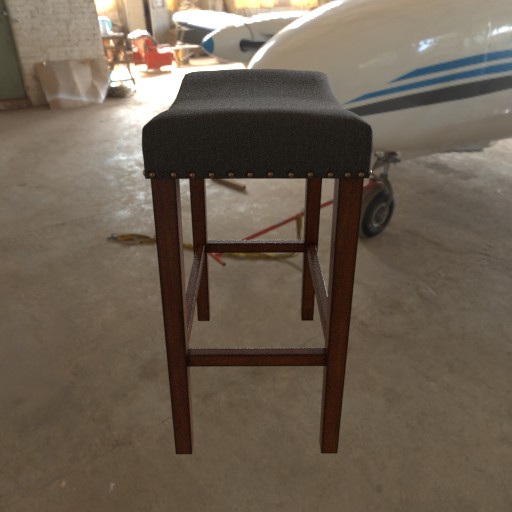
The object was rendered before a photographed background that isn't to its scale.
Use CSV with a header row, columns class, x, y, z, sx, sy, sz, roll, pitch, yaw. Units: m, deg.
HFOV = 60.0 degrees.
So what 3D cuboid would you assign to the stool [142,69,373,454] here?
class,x,y,z,sx,sy,sz,roll,pitch,yaw
stool,0.000,0.000,1.025,0.366,0.748,0.502,0,31,0
